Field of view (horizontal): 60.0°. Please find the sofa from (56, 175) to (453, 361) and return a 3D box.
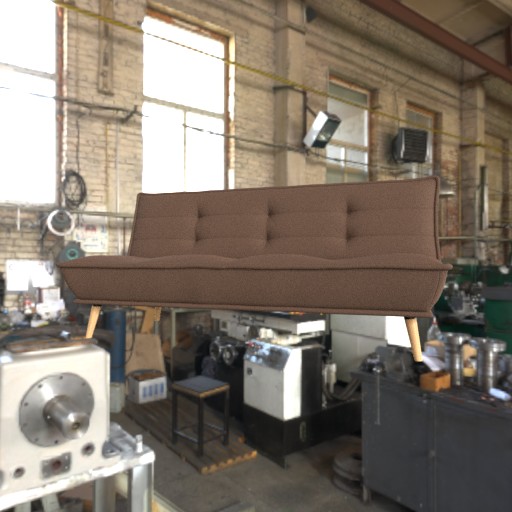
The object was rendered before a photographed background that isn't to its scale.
[{"bbox_3d":[0.000,0.000,2.471,1.940,0.890,0.950,0,0,19],"label":"sofa"}]
